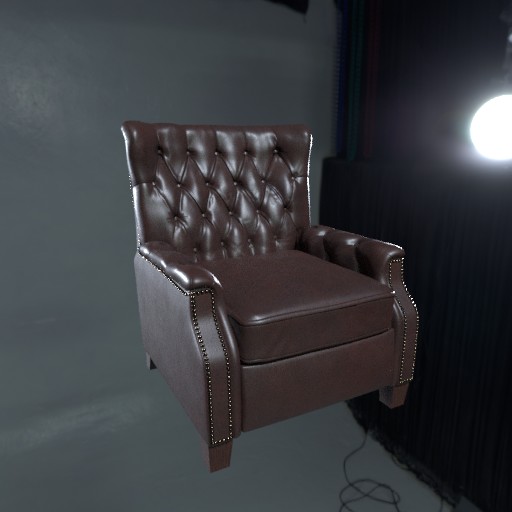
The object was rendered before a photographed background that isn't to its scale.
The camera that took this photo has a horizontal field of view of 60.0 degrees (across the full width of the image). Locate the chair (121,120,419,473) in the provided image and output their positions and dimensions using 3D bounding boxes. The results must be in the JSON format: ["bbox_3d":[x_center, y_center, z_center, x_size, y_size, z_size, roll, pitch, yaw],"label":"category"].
[{"bbox_3d":[0.000,0.000,1.455,0.709,0.864,0.823,-7,16,-27],"label":"chair"}]
